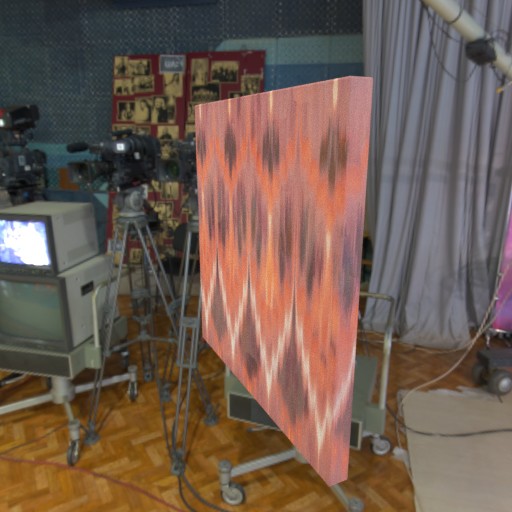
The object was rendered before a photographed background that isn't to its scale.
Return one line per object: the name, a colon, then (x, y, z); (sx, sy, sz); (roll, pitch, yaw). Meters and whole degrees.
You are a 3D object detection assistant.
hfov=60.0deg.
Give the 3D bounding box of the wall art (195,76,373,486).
wall art: (0.000, 0.000, 0.892); (0.037, 0.609, 0.603); (-7, 17, -25)
